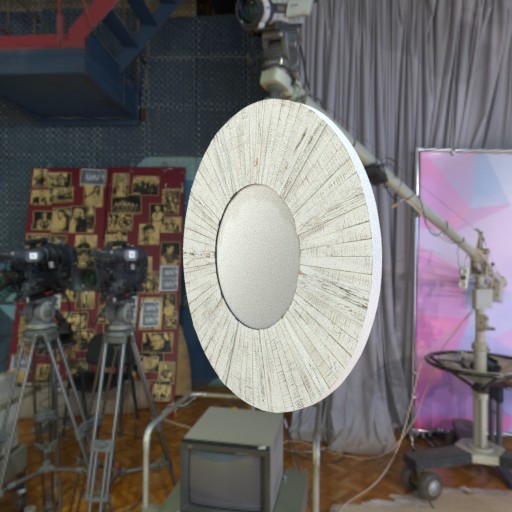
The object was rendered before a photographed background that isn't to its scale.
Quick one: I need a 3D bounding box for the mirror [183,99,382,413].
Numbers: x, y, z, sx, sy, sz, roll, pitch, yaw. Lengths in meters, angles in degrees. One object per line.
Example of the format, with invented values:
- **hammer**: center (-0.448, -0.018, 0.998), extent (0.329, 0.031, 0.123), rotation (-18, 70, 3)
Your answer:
- **mirror**: center (0.000, 0.000, 1.354), extent (0.038, 0.914, 0.914), rotation (-1, 2, -36)
